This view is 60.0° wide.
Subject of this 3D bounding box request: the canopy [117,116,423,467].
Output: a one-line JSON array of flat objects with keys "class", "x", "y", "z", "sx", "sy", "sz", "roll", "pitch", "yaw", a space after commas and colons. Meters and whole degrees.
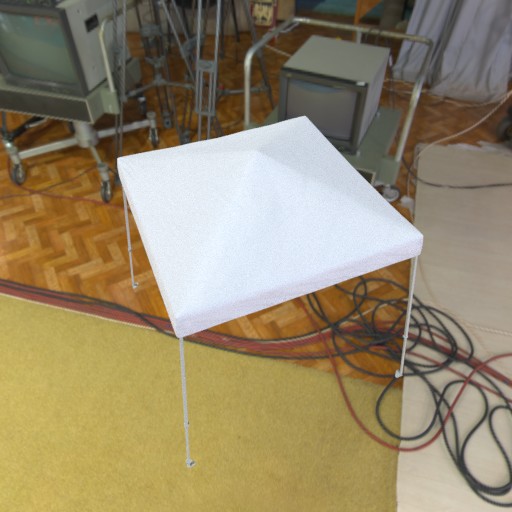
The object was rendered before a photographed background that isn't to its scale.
[{"class": "canopy", "x": 0.000, "y": 0.000, "z": 5.137, "sx": 2.849, "sy": 2.850, "sz": 2.850, "roll": -17, "pitch": 49, "yaw": -16}]
